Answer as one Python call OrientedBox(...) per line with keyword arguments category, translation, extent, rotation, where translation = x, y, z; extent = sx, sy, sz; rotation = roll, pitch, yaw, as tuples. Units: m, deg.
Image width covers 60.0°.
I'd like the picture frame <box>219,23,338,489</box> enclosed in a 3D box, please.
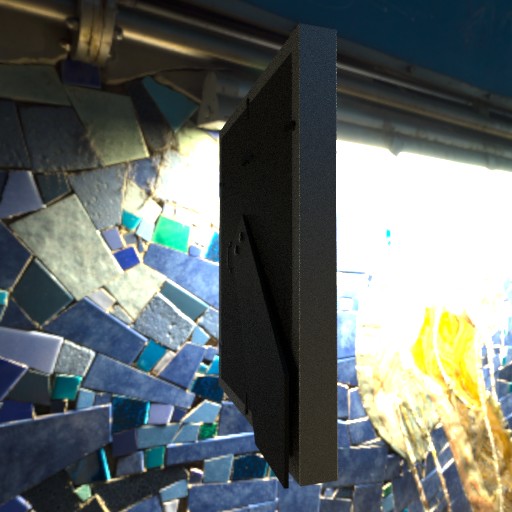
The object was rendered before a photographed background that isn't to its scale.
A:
OrientedBox(category="picture frame", translation=(0.000, 0.000, 0.383), extent=(0.036, 0.282, 0.233), rotation=(0, -1, -17))
